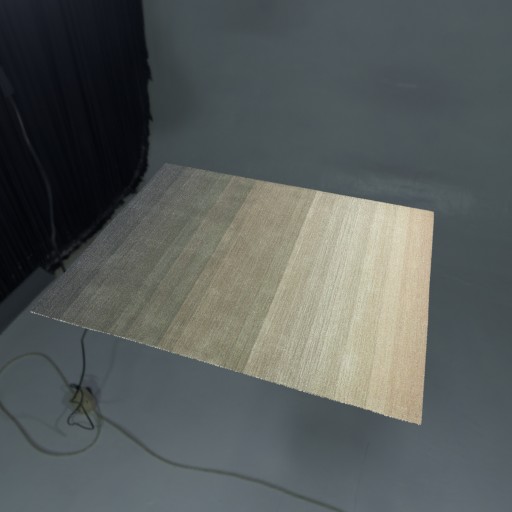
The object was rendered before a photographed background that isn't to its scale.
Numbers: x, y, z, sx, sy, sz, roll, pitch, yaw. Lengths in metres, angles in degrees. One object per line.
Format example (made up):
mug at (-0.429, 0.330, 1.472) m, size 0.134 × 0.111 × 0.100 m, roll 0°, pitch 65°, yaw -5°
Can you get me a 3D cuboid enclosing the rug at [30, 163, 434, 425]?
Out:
rug at (0.000, 0.000, 3.898) m, size 2.932 × 0.015 × 2.315 m, roll 13°, pitch 44°, yaw 13°
